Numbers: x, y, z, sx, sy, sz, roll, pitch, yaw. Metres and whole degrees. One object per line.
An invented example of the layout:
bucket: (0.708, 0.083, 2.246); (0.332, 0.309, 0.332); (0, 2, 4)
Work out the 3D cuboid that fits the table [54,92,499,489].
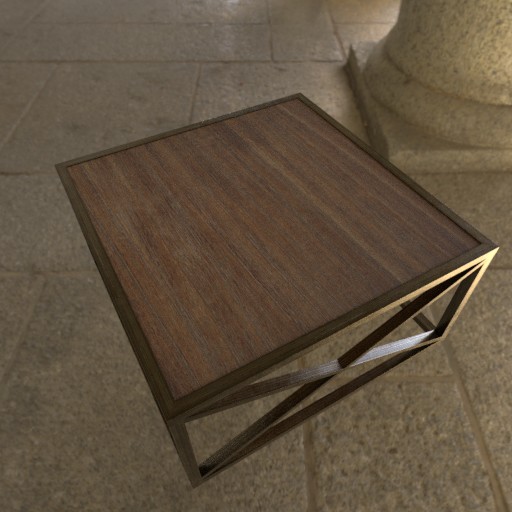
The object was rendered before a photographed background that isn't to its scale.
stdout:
table: (0.000, 0.000, 1.402); (0.899, 0.451, 0.909); (-23, 52, -19)
